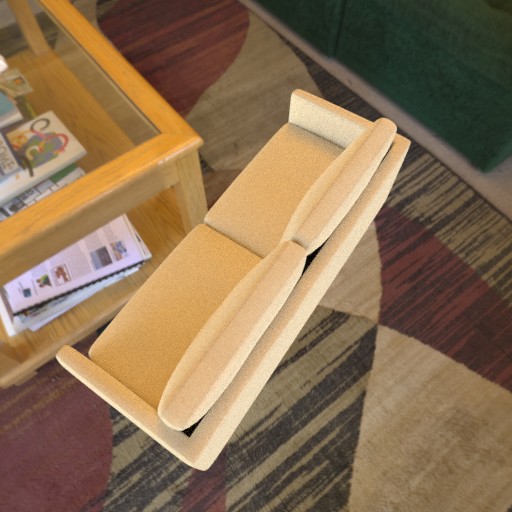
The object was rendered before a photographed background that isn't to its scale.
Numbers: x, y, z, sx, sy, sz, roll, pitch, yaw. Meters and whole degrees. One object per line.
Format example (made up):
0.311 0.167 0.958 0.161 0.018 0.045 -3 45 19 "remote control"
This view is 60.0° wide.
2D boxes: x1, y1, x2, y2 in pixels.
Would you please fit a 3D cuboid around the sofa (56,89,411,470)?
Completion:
0.000 0.000 2.888 0.948 0.965 2.434 31 66 15 "sofa"
